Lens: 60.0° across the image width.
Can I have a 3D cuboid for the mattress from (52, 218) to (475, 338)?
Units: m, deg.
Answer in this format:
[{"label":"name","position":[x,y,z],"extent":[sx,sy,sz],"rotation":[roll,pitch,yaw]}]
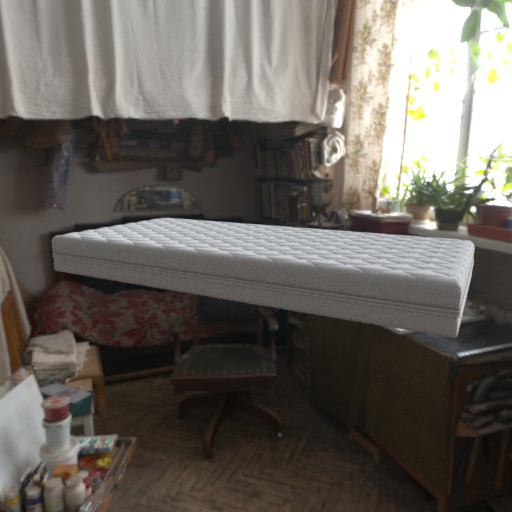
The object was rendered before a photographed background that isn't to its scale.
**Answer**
[{"label":"mattress","position":[0.000,0.000,2.296],"extent":[2.000,0.200,0.900],"rotation":[6,14,27]}]
